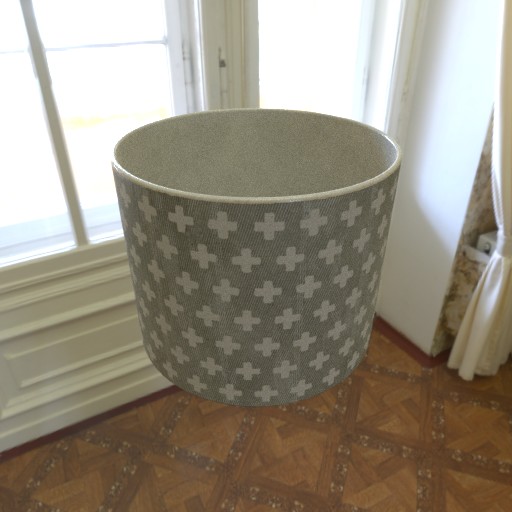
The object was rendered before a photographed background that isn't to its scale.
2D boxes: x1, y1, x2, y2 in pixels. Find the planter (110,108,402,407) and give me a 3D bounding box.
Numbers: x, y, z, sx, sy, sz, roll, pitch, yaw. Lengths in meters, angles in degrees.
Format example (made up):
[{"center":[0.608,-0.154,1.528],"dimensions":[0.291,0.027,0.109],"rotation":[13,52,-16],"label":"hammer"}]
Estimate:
[{"center":[0.000,0.000,0.346],"dimensions":[0.190,0.181,0.190],"rotation":[0,32,0],"label":"planter"}]
